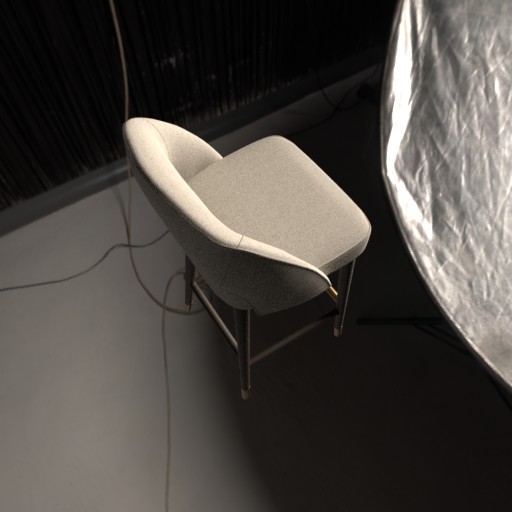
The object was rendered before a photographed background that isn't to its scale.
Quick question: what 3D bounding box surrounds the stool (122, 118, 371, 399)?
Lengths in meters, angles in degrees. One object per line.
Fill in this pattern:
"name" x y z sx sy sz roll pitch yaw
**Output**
"stool" 0.000 0.000 1.324 0.509 1.037 0.494 -30 63 -17
